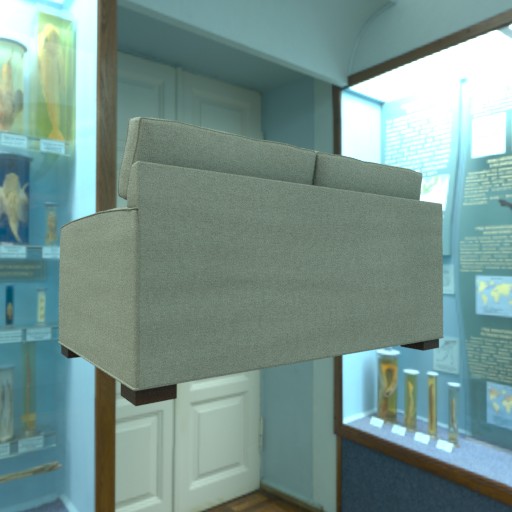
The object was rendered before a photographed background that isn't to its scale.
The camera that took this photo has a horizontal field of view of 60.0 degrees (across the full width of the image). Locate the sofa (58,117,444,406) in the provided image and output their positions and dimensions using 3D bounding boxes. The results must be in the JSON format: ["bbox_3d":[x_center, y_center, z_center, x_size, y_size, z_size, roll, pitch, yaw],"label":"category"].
[{"bbox_3d":[0.000,0.000,2.010,1.484,0.853,0.940,1,-1,-36],"label":"sofa"}]
